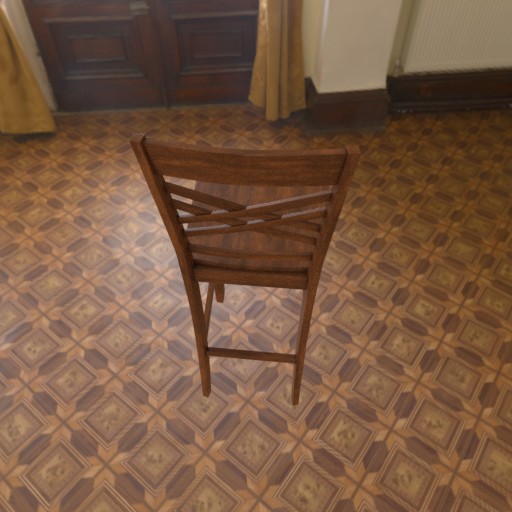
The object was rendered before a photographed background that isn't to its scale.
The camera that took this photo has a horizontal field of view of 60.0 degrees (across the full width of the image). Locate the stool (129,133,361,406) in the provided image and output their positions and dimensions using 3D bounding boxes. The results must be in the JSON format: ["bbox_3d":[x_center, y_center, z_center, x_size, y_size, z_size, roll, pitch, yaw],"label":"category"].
[{"bbox_3d":[0.000,0.000,1.368,0.426,1.098,0.504,4,47,4],"label":"stool"}]
